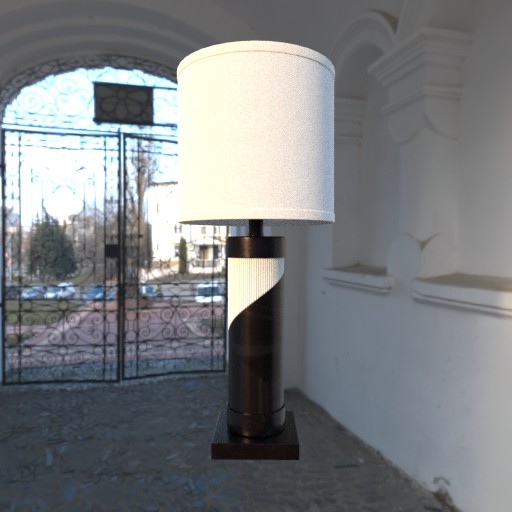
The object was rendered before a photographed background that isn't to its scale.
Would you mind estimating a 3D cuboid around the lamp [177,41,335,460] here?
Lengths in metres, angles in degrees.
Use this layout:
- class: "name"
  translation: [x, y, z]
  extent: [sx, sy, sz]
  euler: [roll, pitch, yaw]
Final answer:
- class: "lamp"
  translation: [0.000, 0.000, 0.605]
  extent: [0.211, 0.509, 0.211]
  euler: [0, 2, 1]
